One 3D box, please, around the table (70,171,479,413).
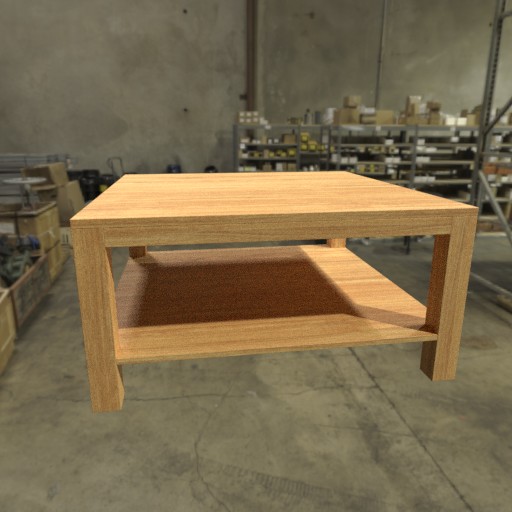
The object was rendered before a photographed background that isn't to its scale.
[{"bbox_3d":[0.000,0.000,1.446,0.900,0.450,0.900,-3,16,-9],"label":"table"}]
